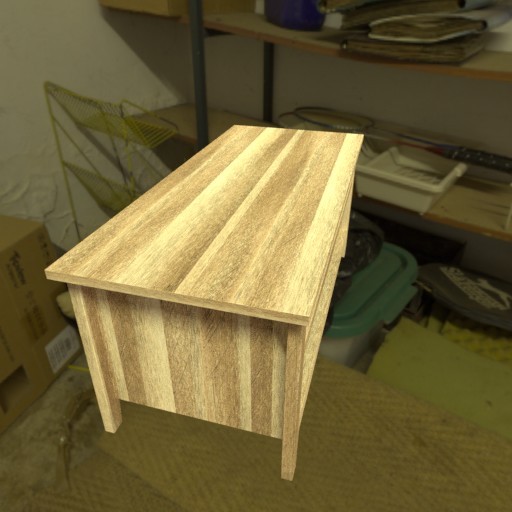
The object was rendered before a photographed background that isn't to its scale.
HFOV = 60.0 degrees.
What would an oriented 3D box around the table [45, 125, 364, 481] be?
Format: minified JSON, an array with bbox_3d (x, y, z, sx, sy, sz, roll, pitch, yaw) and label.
[{"bbox_3d":[0.000,0.000,1.330,0.493,0.480,1.095,8,32,14],"label":"table"}]
